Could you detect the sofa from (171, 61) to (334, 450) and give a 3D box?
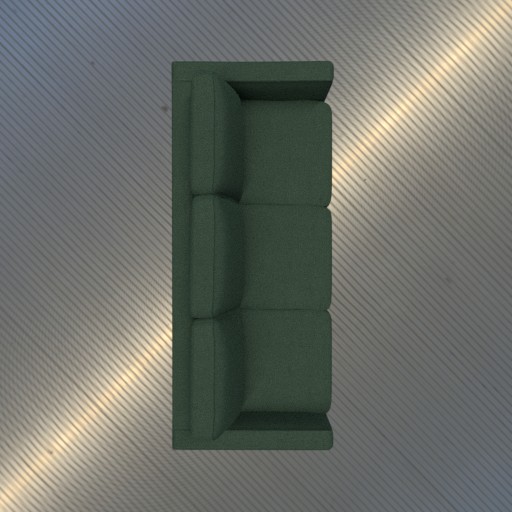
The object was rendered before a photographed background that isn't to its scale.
[{"bbox_3d":[0.000,0.000,2.529,0.879,0.899,2.029,0,91,0],"label":"sofa"}]
